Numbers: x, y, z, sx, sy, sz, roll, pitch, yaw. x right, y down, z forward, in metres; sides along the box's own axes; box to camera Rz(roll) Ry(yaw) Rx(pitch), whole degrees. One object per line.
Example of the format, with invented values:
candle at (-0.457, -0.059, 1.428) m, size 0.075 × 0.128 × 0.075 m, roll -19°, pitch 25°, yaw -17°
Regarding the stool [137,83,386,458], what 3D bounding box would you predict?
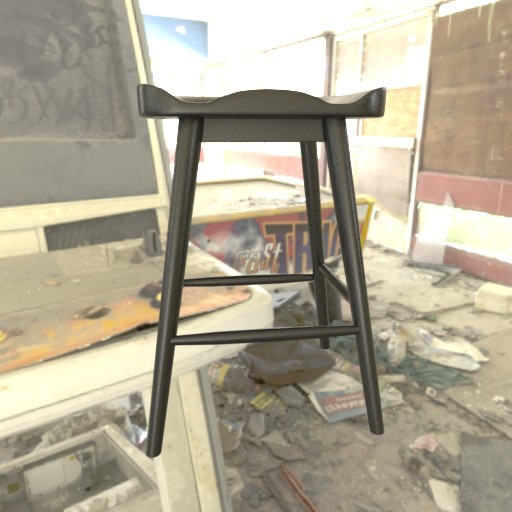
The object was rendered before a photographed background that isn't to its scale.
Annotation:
stool at (0.000, 0.000, 0.882) m, size 0.440 × 0.615 × 0.361 m, roll -2°, pitch 16°, yaw -8°
